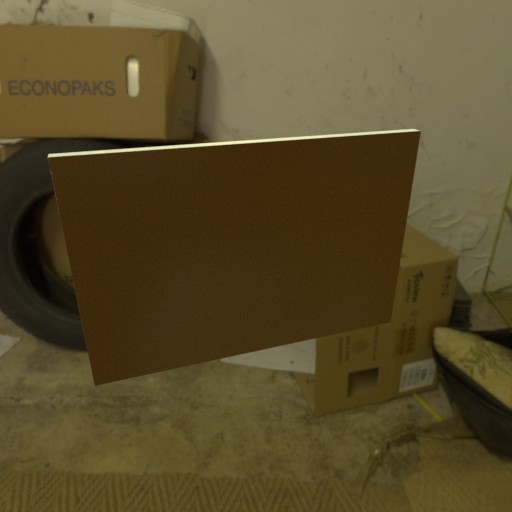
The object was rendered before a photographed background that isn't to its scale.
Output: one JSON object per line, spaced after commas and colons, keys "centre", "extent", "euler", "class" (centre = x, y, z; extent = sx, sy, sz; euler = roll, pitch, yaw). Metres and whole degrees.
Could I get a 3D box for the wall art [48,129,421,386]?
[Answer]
{"centre": [0.000, 0.000, 1.488], "extent": [1.145, 0.762, 0.041], "euler": [-9, 27, -17], "class": "wall art"}
